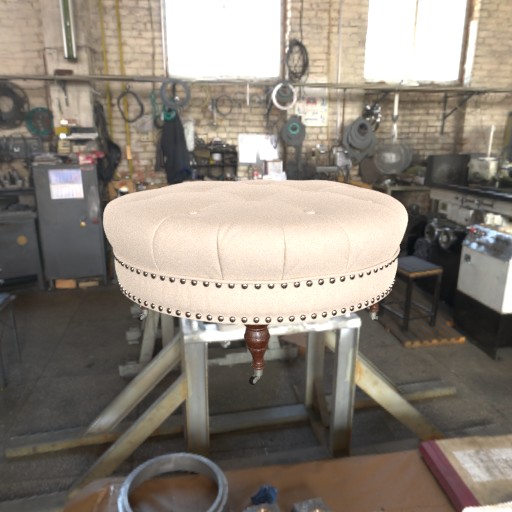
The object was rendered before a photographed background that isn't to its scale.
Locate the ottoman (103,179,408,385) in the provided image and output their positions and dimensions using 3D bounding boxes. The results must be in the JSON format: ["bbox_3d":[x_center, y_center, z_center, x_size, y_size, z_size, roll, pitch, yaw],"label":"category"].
[{"bbox_3d":[0.000,0.000,1.401,0.901,0.439,0.901,0,15,0],"label":"ottoman"}]
